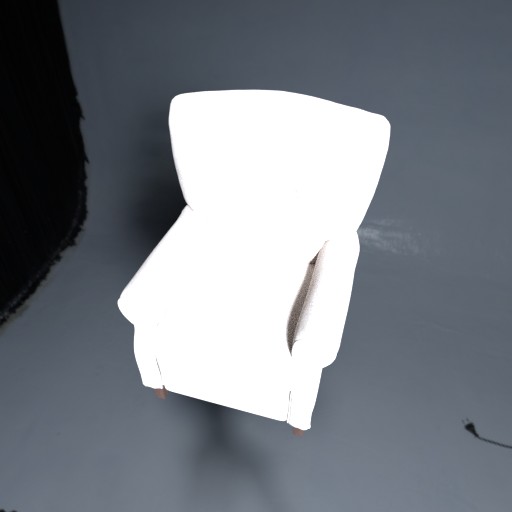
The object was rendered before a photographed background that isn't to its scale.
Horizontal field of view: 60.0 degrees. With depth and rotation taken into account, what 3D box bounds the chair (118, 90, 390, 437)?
[{"bbox_3d":[0.000,0.000,1.986,0.942,1.209,1.025,11,42,12],"label":"chair"}]
